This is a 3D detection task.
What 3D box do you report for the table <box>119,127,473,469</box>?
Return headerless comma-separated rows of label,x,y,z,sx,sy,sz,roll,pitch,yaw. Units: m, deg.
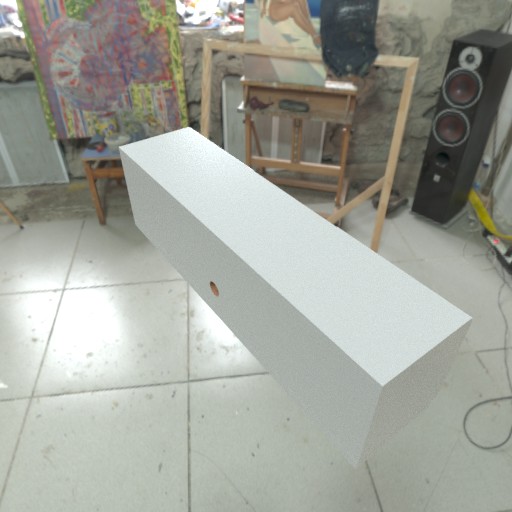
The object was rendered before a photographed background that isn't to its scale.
table,0.000,0.000,1.759,0.400,0.440,1.550,-25,46,-27
